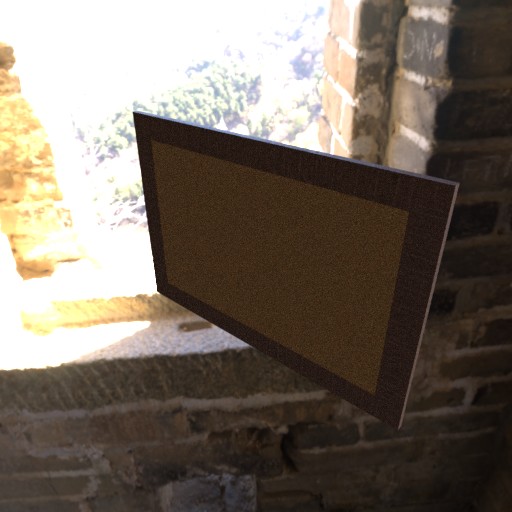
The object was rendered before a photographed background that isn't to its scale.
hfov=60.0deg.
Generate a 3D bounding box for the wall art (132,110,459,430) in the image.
[{"bbox_3d":[0.000,0.000,1.181,0.917,0.626,0.019,23,37,34],"label":"wall art"}]
